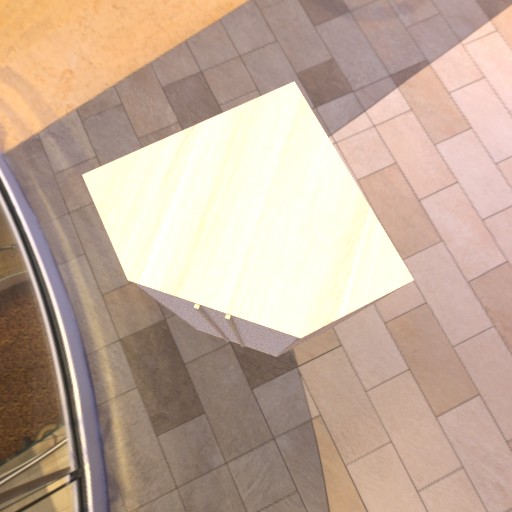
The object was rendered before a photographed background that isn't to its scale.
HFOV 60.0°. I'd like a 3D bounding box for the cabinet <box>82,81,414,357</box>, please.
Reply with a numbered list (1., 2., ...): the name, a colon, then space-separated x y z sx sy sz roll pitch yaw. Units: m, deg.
1. cabinet: 0.000 0.000 2.591 1.272 1.957 0.969 18 76 5
